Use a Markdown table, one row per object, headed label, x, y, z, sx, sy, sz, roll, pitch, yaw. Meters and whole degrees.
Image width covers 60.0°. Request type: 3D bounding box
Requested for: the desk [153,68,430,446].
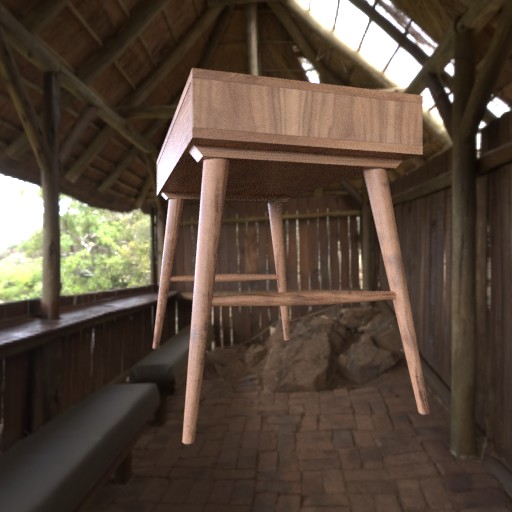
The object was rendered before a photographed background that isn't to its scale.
| label | x | y | z | sx | sy | sz | roll | pitch | yaw |
| --- | --- | --- | --- | --- | --- | --- | --- | --- | --- |
| desk | 0.000 | 0.000 | 1.419 | 0.588 | 0.758 | 0.949 | 0 | 0 | -17 |
